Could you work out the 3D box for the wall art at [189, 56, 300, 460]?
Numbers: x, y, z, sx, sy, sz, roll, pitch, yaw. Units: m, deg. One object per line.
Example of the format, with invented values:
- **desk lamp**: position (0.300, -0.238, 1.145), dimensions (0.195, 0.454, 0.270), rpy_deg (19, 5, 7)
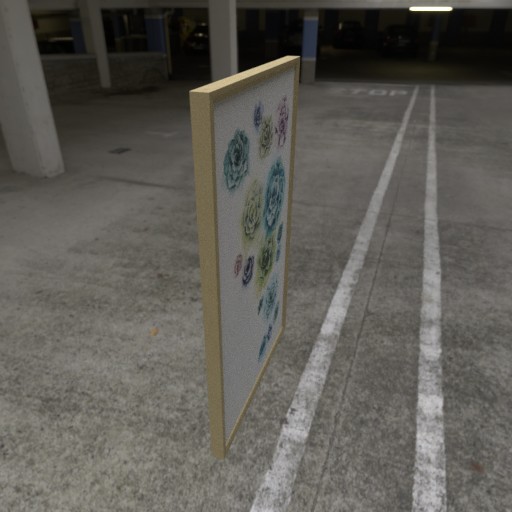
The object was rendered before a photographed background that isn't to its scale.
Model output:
- **wall art**: position (0.000, 0.000, 1.037), dimensions (0.039, 0.810, 0.510), rpy_deg (10, 31, 17)
